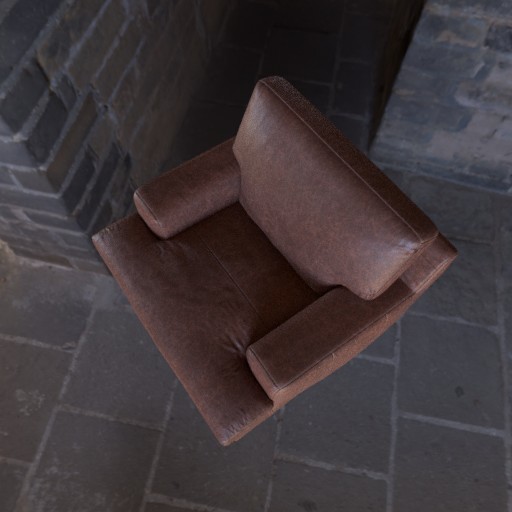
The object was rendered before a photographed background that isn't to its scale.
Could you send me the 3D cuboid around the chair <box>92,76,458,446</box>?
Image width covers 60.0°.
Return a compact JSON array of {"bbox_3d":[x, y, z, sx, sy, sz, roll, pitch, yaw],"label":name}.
[{"bbox_3d":[0.000,0.000,1.992,1.143,0.939,1.168,-33,68,-15],"label":"chair"}]
